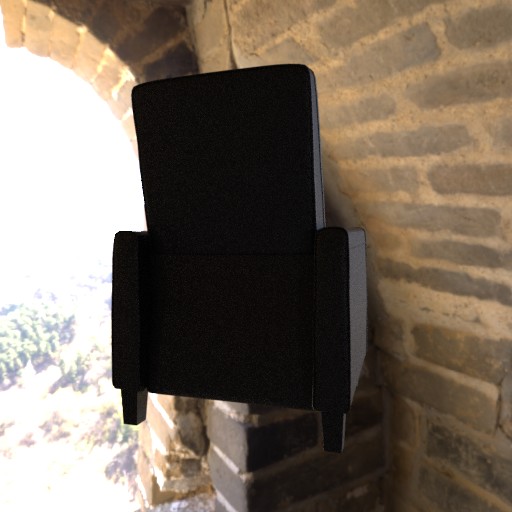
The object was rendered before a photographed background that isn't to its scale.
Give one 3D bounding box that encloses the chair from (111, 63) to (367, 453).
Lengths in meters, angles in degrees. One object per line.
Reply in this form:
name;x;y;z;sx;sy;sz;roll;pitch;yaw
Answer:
chair;0.000;0.000;1.527;0.705;1.013;0.746;0;1;17
